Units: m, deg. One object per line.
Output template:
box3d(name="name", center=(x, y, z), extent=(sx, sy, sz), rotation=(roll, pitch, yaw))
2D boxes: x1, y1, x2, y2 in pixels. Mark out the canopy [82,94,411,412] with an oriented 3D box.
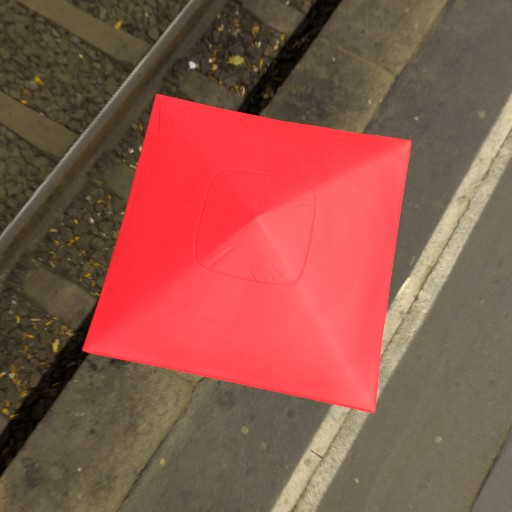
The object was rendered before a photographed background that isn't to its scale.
box3d(name="canopy", center=(0.000, 0.000, 5.450), extent=(2.996, 2.997, 2.998), rotation=(11, 77, 3))
